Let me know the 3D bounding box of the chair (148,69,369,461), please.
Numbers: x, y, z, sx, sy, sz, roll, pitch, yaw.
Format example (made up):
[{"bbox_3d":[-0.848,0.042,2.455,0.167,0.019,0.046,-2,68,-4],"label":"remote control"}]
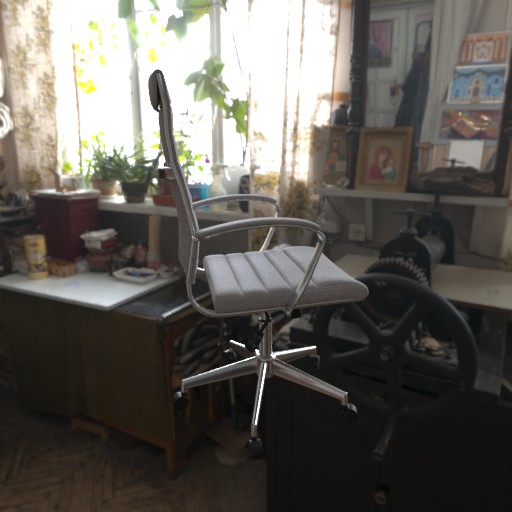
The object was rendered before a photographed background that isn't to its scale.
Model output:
[{"bbox_3d":[0.000,0.000,1.555,0.667,1.149,0.679,-3,15,-10],"label":"chair"}]
